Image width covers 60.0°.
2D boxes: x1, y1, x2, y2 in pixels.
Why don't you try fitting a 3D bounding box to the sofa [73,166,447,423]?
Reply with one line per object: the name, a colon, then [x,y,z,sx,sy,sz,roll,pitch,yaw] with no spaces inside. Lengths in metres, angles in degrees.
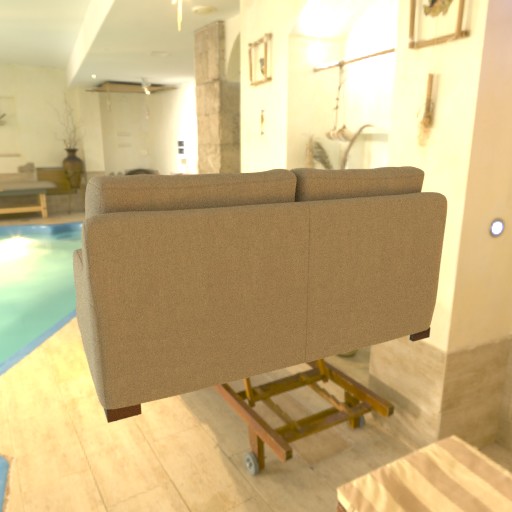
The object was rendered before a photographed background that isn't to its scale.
sofa: [0.000,0.000,2.439,1.855,0.980,0.962,-7,16,-26]
